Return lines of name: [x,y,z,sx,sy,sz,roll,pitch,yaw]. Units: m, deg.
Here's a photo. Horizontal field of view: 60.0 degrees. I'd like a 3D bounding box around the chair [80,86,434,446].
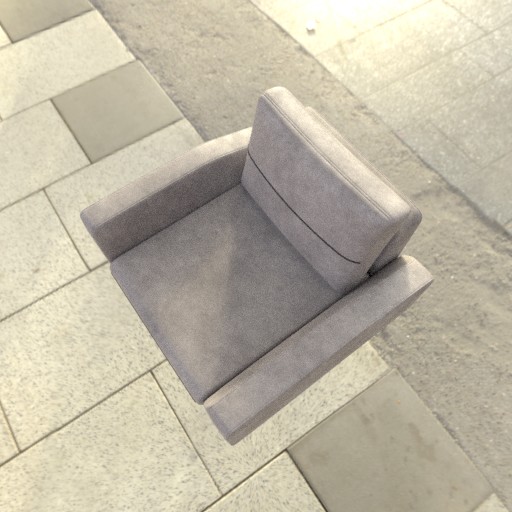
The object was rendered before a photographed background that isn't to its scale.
chair: [0.000,0.000,1.580,0.900,0.800,0.900,-34,69,-15]
